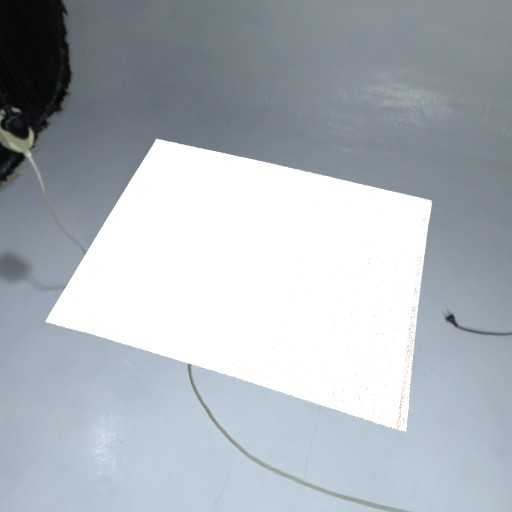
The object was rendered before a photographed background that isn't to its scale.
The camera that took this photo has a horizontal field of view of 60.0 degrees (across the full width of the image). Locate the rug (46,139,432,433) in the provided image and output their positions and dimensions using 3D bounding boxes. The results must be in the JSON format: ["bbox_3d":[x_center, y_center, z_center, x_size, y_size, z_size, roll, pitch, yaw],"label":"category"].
[{"bbox_3d":[0.000,0.000,5.107,3.778,0.053,2.873,15,59,9],"label":"rug"}]
